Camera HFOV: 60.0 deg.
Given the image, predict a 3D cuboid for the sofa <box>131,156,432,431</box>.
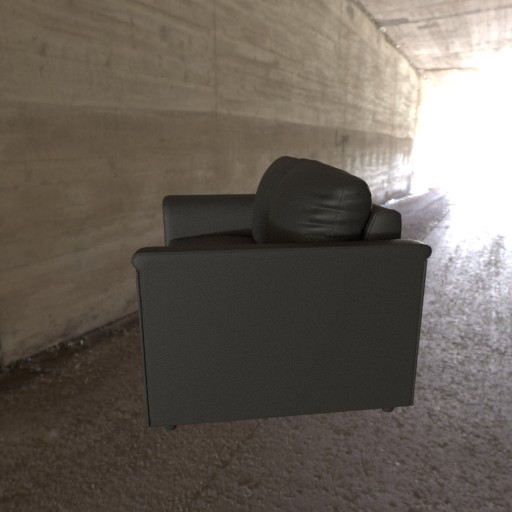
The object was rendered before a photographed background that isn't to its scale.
[{"bbox_3d":[0.000,0.000,1.979,0.887,0.845,1.386,-2,15,-8],"label":"sofa"}]
